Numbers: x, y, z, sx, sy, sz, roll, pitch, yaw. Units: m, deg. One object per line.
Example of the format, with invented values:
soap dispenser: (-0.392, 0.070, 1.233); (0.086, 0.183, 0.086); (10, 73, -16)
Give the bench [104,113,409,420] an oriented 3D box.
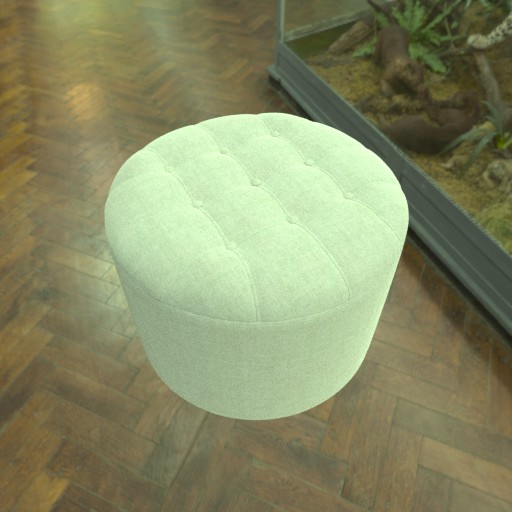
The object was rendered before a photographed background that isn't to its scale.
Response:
bench: (0.000, 0.000, 1.017); (0.600, 0.453, 0.600); (0, 46, 0)
